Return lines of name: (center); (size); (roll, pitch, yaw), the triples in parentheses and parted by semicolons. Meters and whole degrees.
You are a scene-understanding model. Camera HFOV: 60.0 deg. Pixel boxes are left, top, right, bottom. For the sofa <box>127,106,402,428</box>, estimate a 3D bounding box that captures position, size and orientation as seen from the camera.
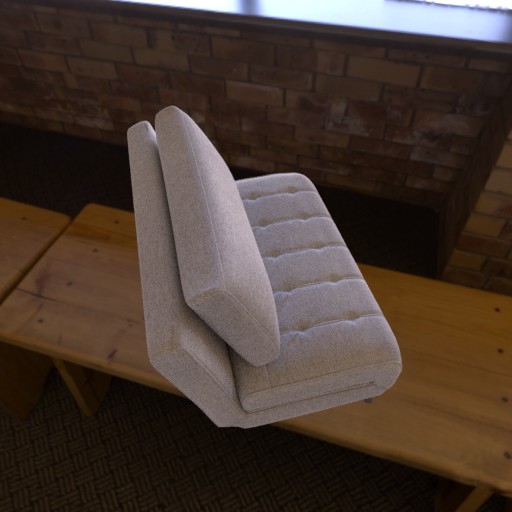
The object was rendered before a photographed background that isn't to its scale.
sofa: (0.000, 0.000, 1.926); (0.910, 0.910, 1.220); (-10, 48, -9)
